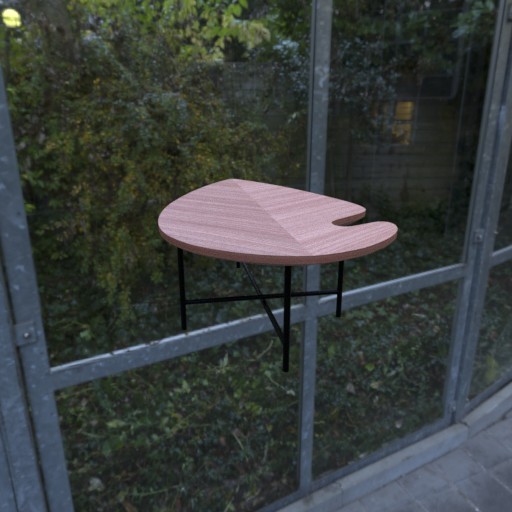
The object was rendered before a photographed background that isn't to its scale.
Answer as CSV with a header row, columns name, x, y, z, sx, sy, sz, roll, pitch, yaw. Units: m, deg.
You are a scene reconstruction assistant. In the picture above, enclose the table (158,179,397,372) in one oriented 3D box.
name,x,y,z,sx,sy,sz,roll,pitch,yaw
table,0.000,0.000,1.465,0.598,0.360,1.199,-3,17,-10
